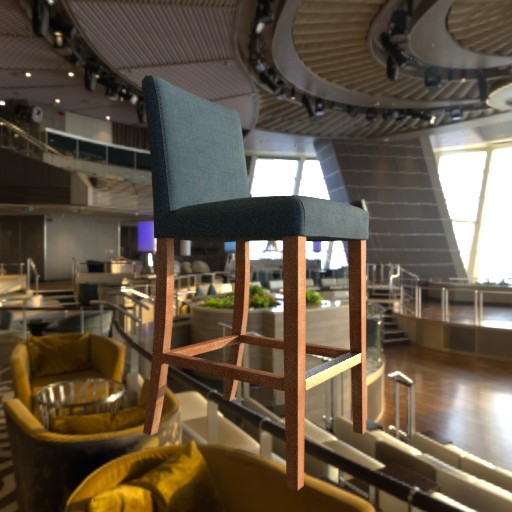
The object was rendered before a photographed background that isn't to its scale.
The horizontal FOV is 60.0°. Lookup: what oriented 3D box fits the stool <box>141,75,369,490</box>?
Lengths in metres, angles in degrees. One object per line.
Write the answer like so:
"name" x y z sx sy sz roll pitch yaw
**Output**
"stool" 0.000 0.000 1.358 0.574 1.088 0.454 0 1 36
